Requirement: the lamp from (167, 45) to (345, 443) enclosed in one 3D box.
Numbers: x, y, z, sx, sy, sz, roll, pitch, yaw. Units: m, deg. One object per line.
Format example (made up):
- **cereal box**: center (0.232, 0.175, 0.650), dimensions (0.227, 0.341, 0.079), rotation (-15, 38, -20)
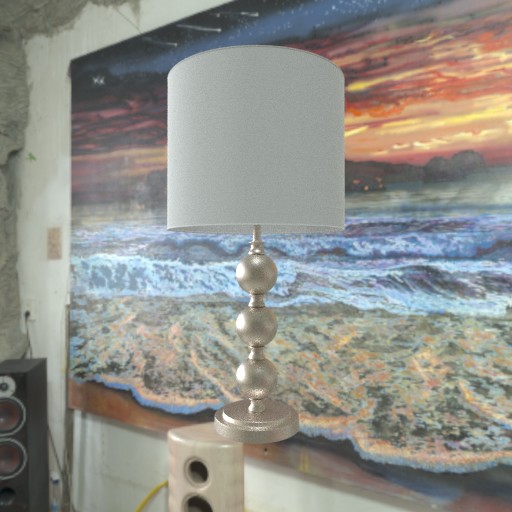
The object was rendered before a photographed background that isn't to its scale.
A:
- **lamp**: center (0.000, 0.000, 0.702), dimensions (0.277, 0.538, 0.277), rotation (0, 0, -1)
